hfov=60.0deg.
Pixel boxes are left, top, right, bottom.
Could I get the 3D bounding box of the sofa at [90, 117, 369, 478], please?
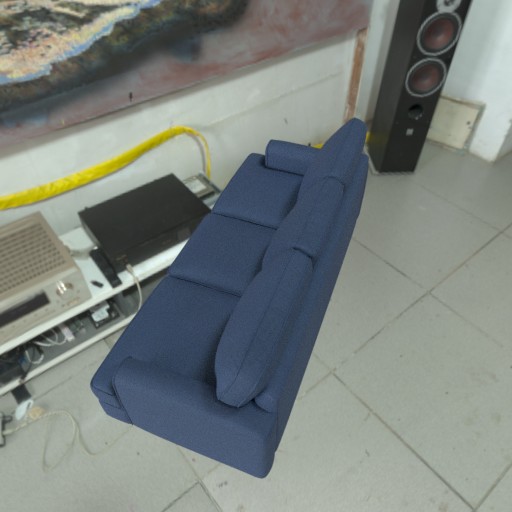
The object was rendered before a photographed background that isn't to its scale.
[{"bbox_3d":[0.000,0.000,2.685,0.951,0.965,2.158,16,49,14],"label":"sofa"}]
